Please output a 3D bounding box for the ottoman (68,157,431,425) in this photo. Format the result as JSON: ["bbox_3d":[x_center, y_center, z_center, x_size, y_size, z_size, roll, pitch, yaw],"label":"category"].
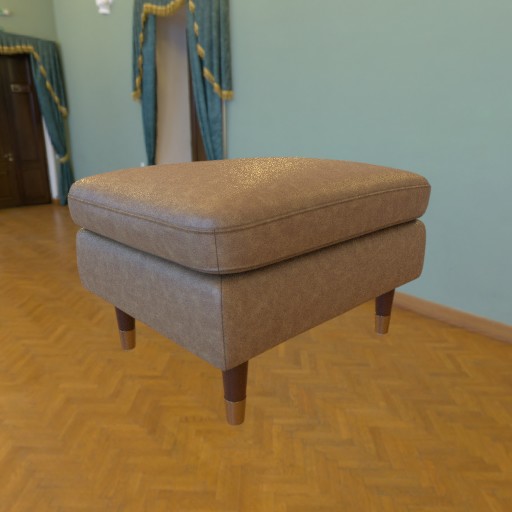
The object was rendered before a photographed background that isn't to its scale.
[{"bbox_3d":[0.000,0.000,1.126,0.747,0.478,0.593,-16,23,-42],"label":"ottoman"}]
